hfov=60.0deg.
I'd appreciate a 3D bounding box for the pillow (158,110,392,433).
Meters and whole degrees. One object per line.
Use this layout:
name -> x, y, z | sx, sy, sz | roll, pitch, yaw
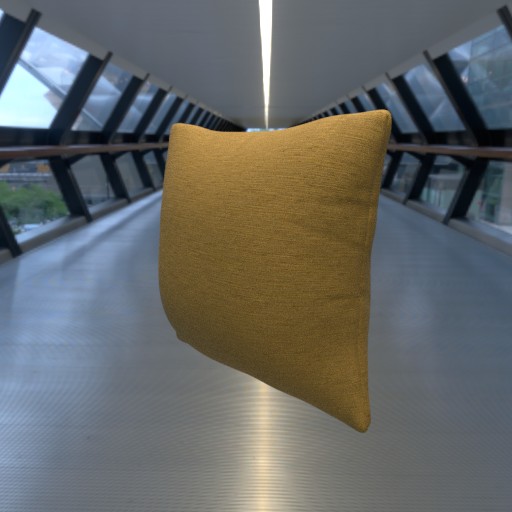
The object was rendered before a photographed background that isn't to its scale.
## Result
pillow -> 0.000, 0.000, 0.698 | 0.247, 0.417, 0.435 | -13, 19, -43
